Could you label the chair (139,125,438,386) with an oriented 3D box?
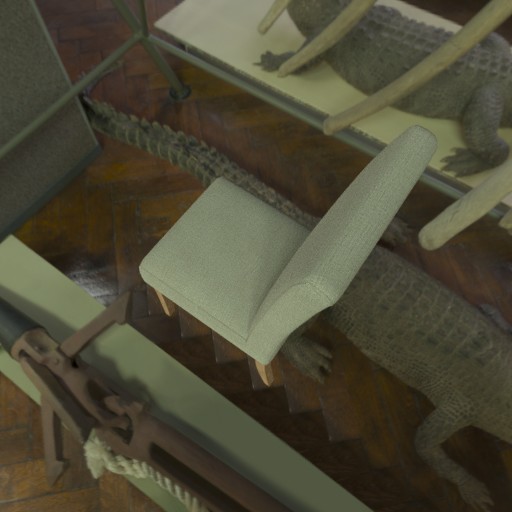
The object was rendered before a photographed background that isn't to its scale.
[{"bbox_3d":[0.000,0.000,1.327,0.611,1.033,0.450,32,67,15],"label":"chair"}]
